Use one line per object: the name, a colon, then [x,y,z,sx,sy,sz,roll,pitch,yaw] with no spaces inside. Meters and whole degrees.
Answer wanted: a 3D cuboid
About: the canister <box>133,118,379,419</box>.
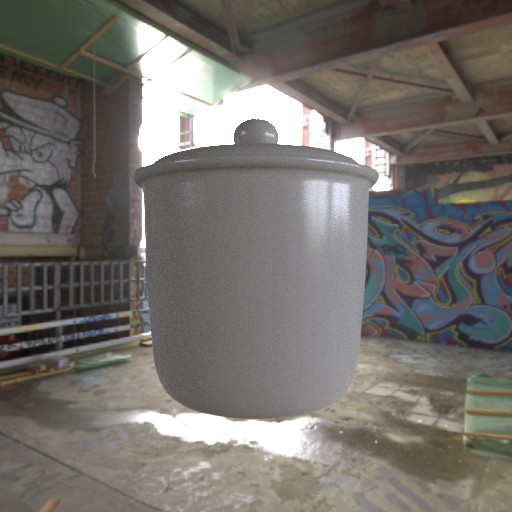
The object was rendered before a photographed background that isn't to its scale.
canister: [0.000,0.000,0.340,0.182,0.208,0.182,0,1,0]
